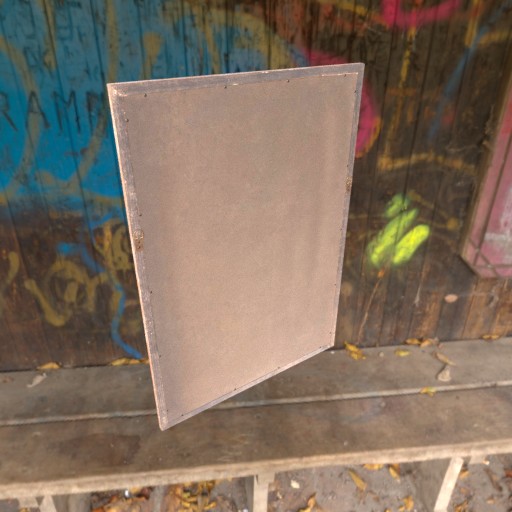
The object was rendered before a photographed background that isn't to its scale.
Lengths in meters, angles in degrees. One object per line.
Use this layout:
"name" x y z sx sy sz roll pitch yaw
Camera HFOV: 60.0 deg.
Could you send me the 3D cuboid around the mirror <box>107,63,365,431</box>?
"mirror" 0.000 0.000 1.289 0.705 0.996 0.025 -18 34 -29
